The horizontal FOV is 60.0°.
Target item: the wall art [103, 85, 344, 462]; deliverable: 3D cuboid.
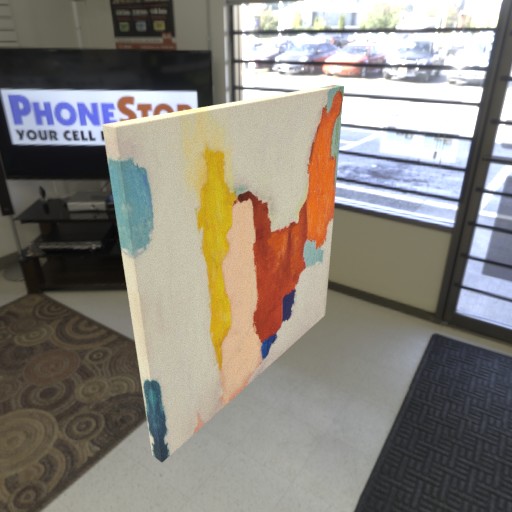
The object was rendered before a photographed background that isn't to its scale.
[{"bbox_3d":[0.000,0.000,1.214,0.037,0.814,0.814,19,32,33],"label":"wall art"}]
